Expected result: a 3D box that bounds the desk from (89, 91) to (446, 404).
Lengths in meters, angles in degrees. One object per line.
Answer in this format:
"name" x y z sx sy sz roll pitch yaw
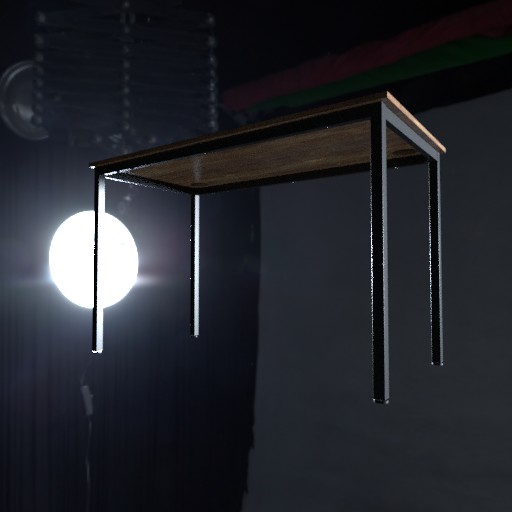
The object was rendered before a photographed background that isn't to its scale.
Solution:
"desk" 0.000 0.000 1.637 1.200 0.749 0.600 -2 -3 36
